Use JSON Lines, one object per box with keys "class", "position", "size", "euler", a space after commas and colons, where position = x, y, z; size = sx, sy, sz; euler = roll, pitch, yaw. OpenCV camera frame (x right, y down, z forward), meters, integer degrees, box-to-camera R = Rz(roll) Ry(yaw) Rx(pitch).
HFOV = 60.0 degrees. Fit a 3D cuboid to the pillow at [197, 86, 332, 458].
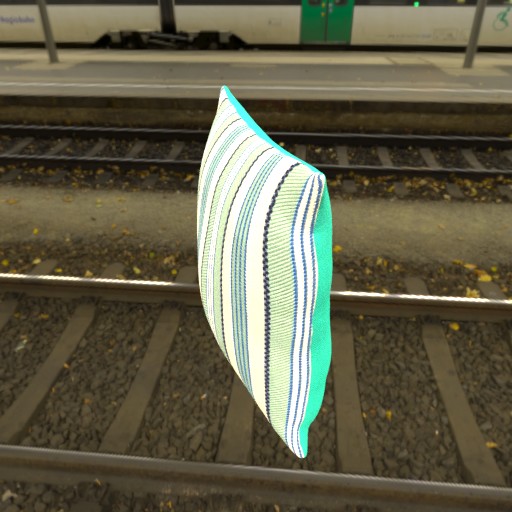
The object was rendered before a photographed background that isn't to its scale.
{"class": "pillow", "position": [0.000, 0.000, 0.699], "size": [0.182, 0.441, 0.440], "euler": [-8, 32, -14]}
